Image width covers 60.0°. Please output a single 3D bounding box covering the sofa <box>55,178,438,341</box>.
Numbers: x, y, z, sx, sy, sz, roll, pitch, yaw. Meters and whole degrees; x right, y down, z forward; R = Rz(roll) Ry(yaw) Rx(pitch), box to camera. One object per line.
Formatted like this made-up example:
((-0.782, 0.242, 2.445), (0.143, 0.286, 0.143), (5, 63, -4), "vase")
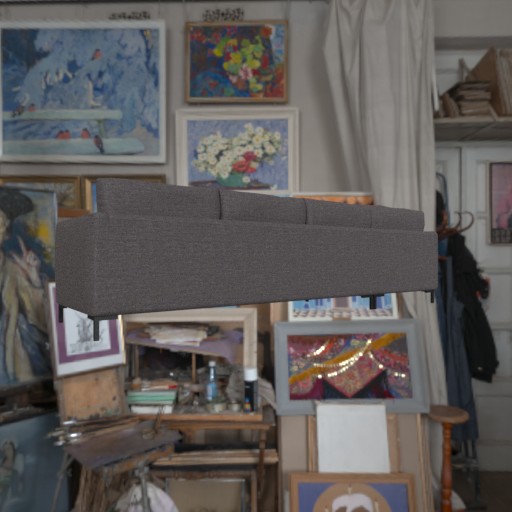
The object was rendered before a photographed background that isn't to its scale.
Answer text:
((0.000, 0.000, 3.224), (2.731, 0.754, 1.258), (0, 0, -36), "sofa")
